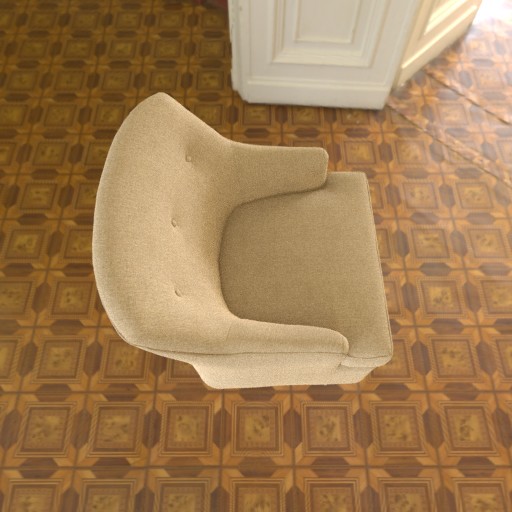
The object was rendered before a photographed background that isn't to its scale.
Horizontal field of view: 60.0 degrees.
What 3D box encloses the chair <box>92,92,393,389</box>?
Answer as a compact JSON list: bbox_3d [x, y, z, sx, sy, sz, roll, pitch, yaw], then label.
[{"bbox_3d":[0.000,0.000,1.625,0.923,0.856,0.864,-1,63,0],"label":"chair"}]
